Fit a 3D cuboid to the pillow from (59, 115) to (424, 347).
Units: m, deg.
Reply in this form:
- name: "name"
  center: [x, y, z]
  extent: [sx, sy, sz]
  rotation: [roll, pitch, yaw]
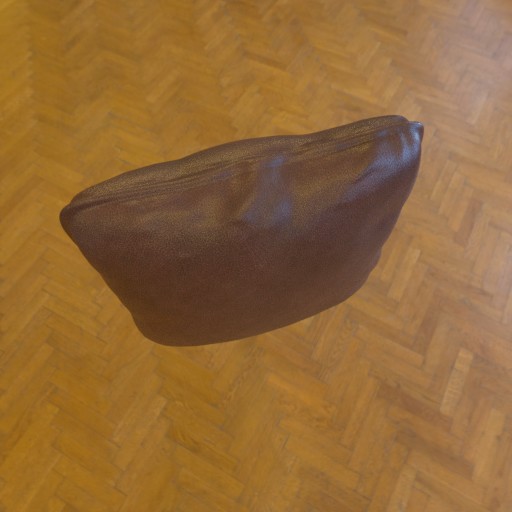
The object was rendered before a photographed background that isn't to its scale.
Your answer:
- name: "pillow"
  center: [0.000, 0.000, 0.811]
  extent: [0.532, 0.523, 0.236]
  rotation: [-15, 63, -8]
